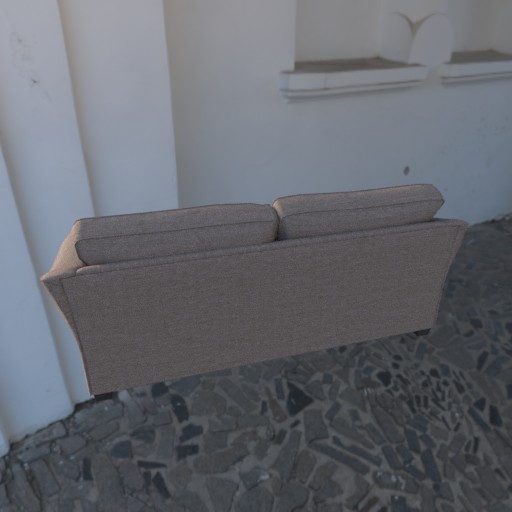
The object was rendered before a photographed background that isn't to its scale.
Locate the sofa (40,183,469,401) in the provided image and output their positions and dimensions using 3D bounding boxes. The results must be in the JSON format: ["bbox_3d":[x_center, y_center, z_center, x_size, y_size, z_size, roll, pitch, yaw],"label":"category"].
[{"bbox_3d":[0.000,0.000,2.746,2.270,0.965,0.980,-8,28,-15],"label":"sofa"}]
